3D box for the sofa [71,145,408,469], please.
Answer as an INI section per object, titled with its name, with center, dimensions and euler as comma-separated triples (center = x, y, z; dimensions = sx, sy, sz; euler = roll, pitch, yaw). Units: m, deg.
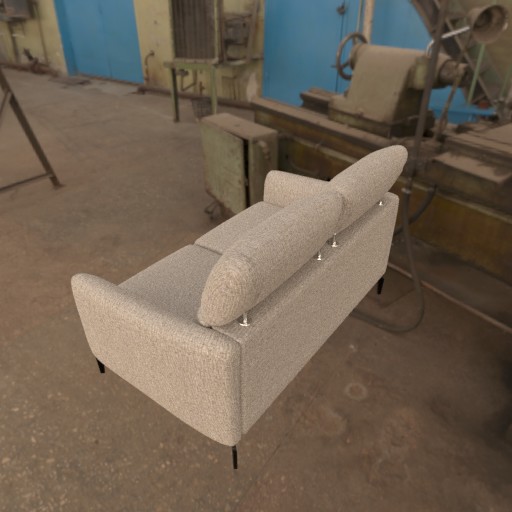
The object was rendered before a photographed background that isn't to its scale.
[sofa]
center = 0.000, 0.000, 2.175
dimensions = 0.905, 0.950, 1.540
euler = 22, 39, 30
